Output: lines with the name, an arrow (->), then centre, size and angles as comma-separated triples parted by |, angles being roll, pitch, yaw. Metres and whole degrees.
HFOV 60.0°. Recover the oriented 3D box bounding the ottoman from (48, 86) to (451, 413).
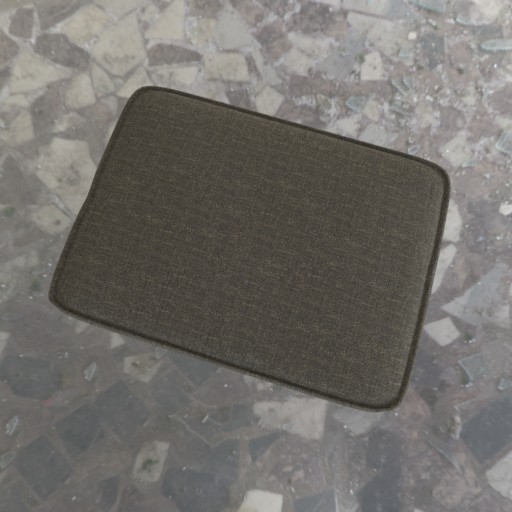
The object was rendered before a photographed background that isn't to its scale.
ottoman -> 0.000, 0.000, 1.093 | 0.749, 0.450, 0.549 | 17, 77, 4
